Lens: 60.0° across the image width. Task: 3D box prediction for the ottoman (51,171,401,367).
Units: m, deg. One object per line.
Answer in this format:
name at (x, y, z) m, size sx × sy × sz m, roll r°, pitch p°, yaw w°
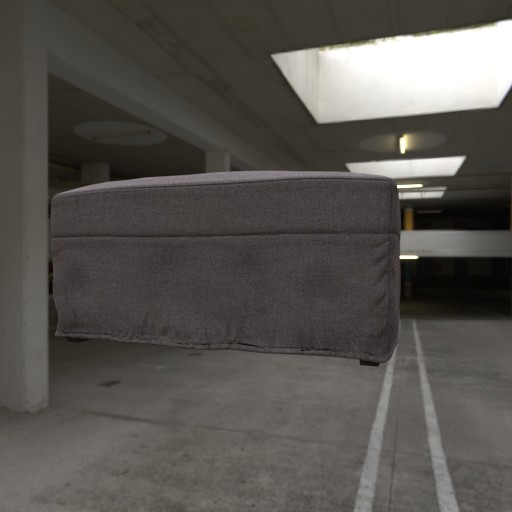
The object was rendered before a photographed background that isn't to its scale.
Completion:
ottoman at (0.000, 0.000, 1.363) m, size 0.843 × 0.436 × 0.840 m, roll 0°, pitch 1°, yaw 18°
